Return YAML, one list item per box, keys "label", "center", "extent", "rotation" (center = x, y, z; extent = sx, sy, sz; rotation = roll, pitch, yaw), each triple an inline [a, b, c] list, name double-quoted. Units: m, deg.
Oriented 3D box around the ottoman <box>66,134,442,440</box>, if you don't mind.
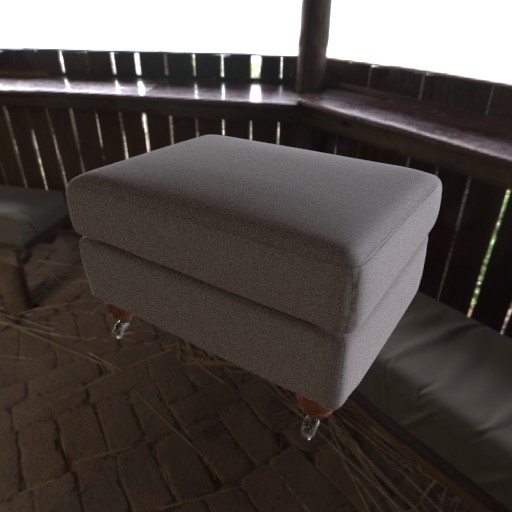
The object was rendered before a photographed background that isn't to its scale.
- label: "ottoman"
  center: [0.000, 0.000, 1.166]
  extent: [0.773, 0.497, 0.574]
  rotation: [18, 34, 29]
